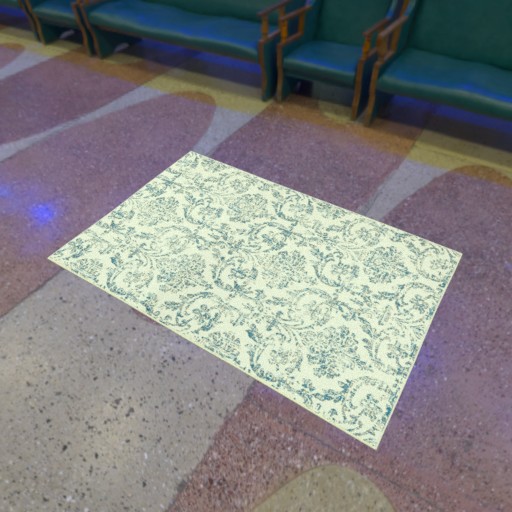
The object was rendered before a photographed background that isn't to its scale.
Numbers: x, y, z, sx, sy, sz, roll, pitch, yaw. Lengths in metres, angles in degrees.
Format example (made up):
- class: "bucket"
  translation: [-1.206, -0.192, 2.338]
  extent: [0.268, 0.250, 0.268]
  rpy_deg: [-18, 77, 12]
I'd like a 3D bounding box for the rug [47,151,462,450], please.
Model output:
- class: "rug"
  translation: [0.000, 0.000, 3.511]
  extent: [2.746, 0.018, 1.819]
  rpy_deg: [25, 51, 22]
